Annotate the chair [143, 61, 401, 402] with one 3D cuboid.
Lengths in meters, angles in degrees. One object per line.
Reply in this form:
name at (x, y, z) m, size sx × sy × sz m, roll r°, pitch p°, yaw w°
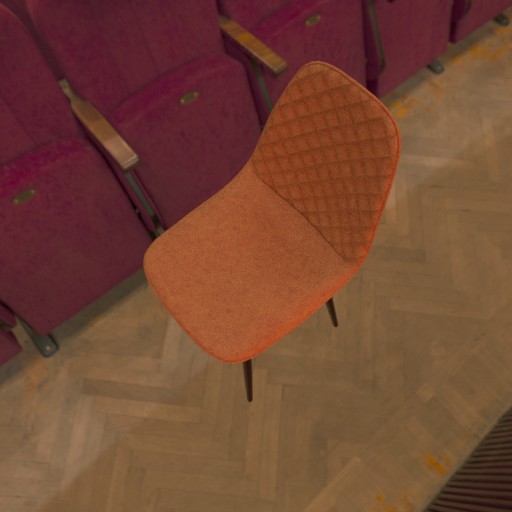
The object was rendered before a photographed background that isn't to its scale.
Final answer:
chair at (0.000, 0.000, 1.227) m, size 0.561 × 0.889 × 0.472 m, roll -37°, pitch 69°, yaw -17°
